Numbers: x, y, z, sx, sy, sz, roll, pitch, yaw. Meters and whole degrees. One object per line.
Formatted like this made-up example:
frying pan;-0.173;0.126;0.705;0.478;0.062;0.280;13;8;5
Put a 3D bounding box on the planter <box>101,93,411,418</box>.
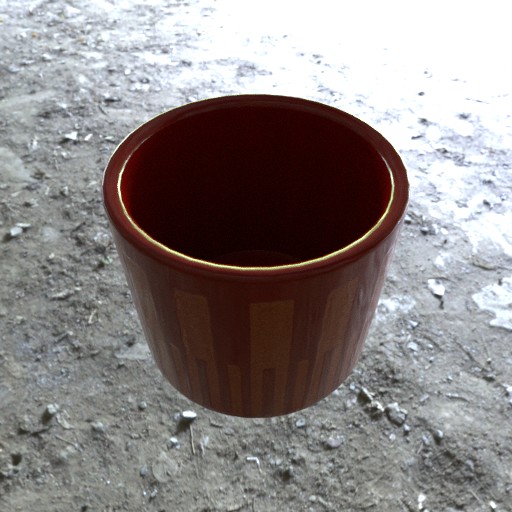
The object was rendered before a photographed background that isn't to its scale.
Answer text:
planter;0.000;0.000;0.407;0.230;0.202;0.230;0;47;0
